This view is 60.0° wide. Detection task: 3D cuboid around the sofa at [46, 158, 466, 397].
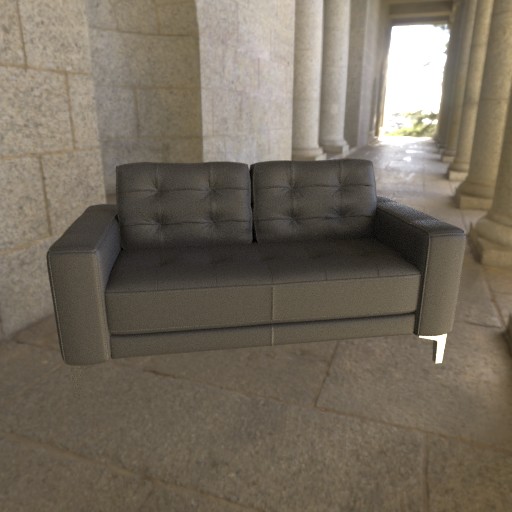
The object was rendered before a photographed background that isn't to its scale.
[{"bbox_3d":[0.000,0.000,2.181,1.726,0.892,0.833,-3,18,-9],"label":"sofa"}]
